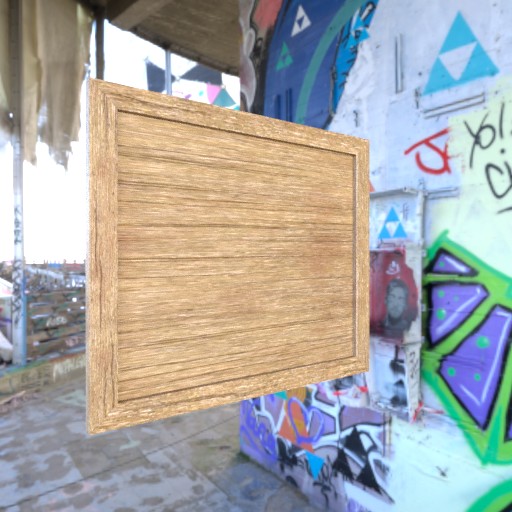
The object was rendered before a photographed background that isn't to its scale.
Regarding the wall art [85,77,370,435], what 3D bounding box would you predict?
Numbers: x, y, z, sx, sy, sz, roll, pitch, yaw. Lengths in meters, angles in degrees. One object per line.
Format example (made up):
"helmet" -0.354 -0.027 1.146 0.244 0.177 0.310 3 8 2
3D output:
"wall art" 0.000 0.000 0.938 0.690 0.588 0.026 0 0 -35
